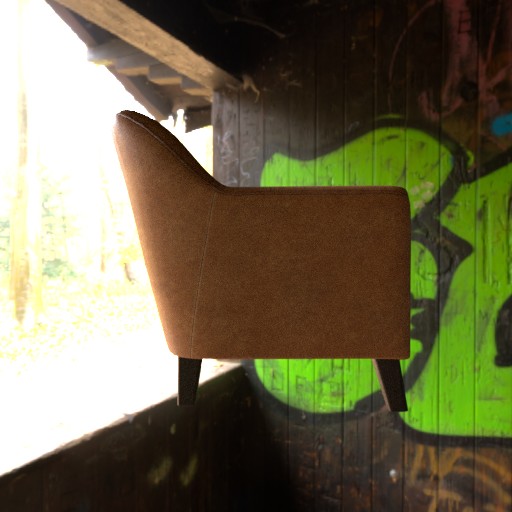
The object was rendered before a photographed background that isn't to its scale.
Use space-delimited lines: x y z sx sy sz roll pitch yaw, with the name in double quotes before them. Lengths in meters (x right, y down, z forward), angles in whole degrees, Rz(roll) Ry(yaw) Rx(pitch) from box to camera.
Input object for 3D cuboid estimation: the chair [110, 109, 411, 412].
"chair" 0.000 0.000 1.863 1.034 0.980 1.037 0 1 -1
